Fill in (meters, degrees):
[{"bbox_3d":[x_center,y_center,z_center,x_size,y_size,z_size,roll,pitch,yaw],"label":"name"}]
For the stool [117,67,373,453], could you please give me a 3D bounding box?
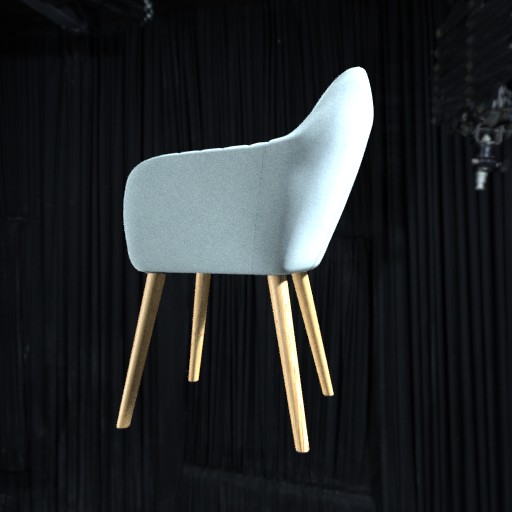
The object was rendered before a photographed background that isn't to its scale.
[{"bbox_3d":[0.000,0.000,1.173,0.590,0.830,0.503,0,1,17],"label":"stool"}]
